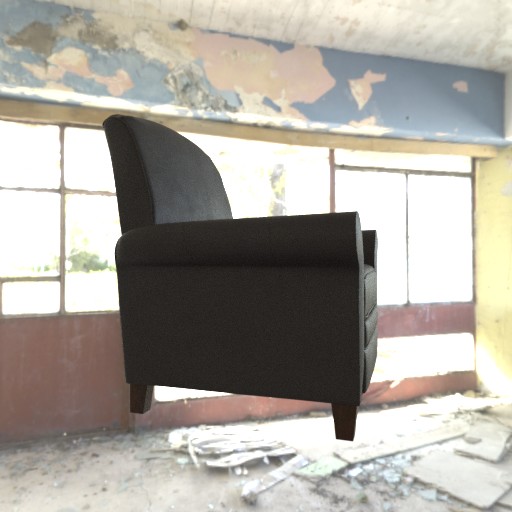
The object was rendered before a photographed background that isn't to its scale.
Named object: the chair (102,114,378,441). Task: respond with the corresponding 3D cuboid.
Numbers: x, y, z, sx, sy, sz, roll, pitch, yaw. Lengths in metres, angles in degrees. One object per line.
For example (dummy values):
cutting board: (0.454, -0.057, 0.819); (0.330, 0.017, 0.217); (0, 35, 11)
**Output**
chair: (0.000, 0.000, 1.733); (0.902, 1.061, 0.978); (0, 0, 18)
